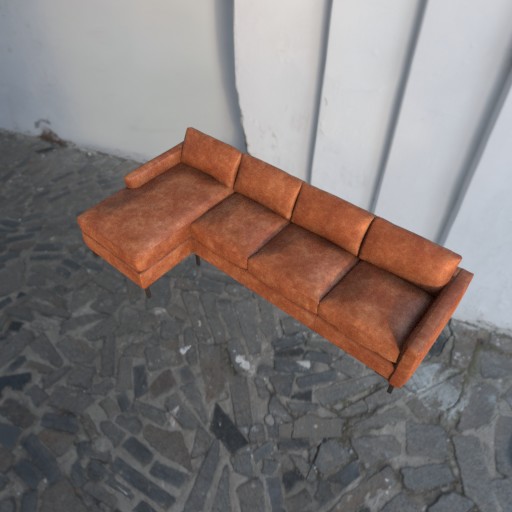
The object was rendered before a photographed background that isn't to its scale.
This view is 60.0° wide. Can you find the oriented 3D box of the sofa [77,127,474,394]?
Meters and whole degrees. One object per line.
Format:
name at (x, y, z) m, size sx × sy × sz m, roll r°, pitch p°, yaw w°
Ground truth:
sofa at (0.000, 0.000, 3.696) m, size 2.993 × 0.859 × 1.471 m, roll 31°, pitch 54°, yaw 26°
